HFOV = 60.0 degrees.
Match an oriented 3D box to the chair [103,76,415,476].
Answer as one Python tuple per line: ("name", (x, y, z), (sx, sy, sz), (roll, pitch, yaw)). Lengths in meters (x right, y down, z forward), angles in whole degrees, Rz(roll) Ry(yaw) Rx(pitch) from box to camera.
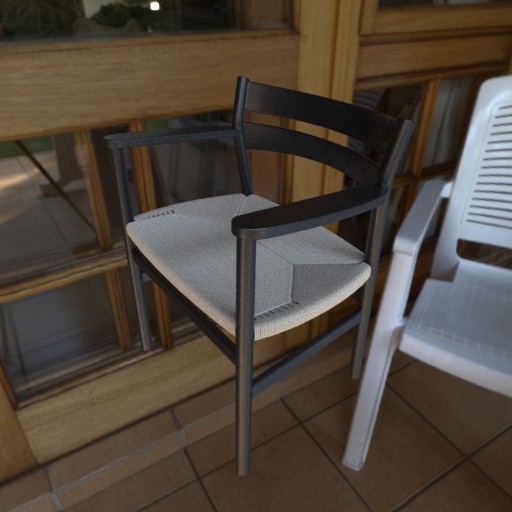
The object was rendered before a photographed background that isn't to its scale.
("chair", (0.000, 0.000, 1.152), (0.508, 0.775, 0.630), (-22, 38, -31))
